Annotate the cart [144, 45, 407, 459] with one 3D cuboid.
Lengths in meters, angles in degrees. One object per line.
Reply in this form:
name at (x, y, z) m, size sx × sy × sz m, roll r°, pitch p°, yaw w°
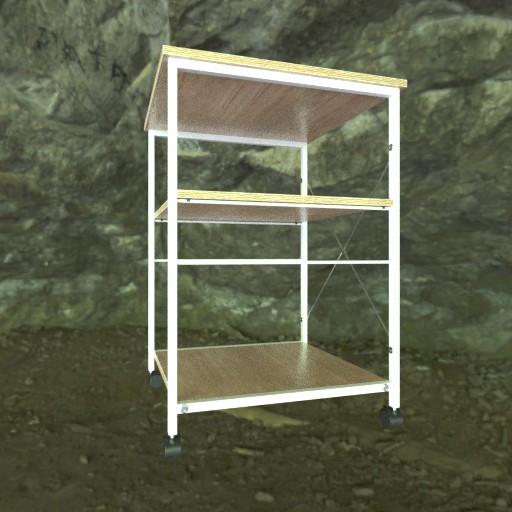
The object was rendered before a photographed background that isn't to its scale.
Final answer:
cart at (0.000, 0.000, 1.127) m, size 0.520 × 0.762 × 0.521 m, roll 0°, pitch 0°, yaw -18°
